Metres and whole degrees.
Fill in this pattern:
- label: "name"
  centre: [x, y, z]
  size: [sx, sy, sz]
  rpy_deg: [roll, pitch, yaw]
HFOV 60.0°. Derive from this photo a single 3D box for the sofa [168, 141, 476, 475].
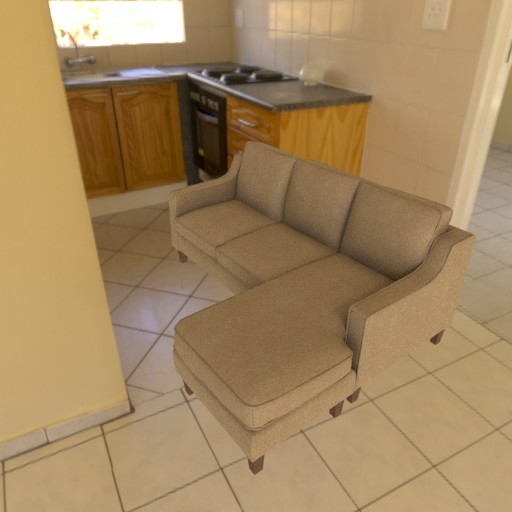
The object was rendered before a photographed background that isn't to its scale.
- label: "sofa"
  centre: [0.000, 0.000, 3.288]
  size: [1.858, 1.081, 2.317]
  rpy_deg: [-21, 36, -32]
